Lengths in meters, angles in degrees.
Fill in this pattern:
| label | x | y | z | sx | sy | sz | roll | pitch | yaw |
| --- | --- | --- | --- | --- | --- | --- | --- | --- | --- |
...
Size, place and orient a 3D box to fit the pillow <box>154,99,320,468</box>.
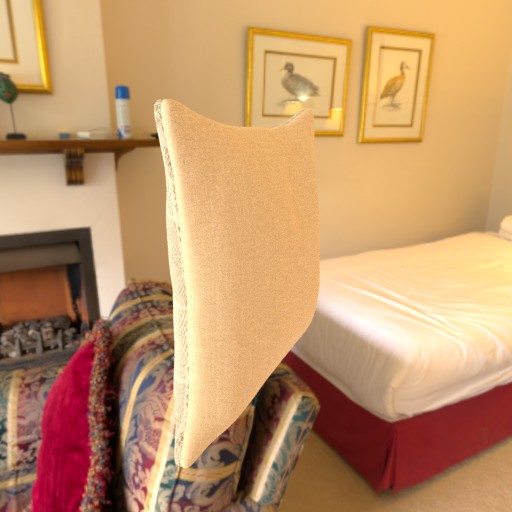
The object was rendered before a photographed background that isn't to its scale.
| label | x | y | z | sx | sy | sz | roll | pitch | yaw |
| --- | --- | --- | --- | --- | --- | --- | --- | --- | --- |
| pillow | 0.000 | 0.000 | 0.670 | 0.138 | 0.432 | 0.436 | 8 | 18 | 24 |
